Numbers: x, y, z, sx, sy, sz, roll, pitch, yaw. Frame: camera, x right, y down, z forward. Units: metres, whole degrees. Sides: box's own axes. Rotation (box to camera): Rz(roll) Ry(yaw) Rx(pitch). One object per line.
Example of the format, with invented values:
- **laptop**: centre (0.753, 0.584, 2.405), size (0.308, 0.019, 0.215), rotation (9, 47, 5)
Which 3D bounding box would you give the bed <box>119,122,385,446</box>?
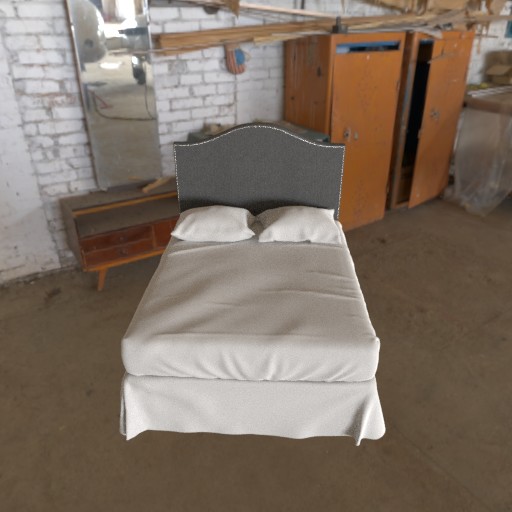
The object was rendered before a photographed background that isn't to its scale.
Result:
- **bed**: centre (0.000, 0.000, 3.497), size (1.876, 1.645, 2.221), rotation (1, 29, 2)
